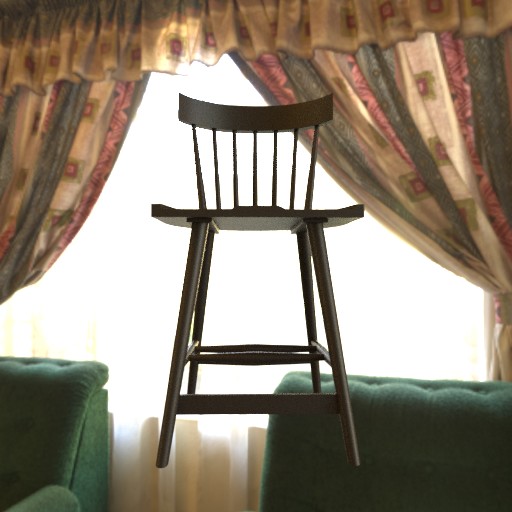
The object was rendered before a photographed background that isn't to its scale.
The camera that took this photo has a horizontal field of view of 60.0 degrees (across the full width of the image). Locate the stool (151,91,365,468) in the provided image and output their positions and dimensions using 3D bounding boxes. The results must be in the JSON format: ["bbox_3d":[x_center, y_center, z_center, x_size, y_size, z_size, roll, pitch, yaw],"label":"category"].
[{"bbox_3d":[0.000,0.000,1.270,0.494,0.953,0.549,0,-1,-1],"label":"stool"}]
